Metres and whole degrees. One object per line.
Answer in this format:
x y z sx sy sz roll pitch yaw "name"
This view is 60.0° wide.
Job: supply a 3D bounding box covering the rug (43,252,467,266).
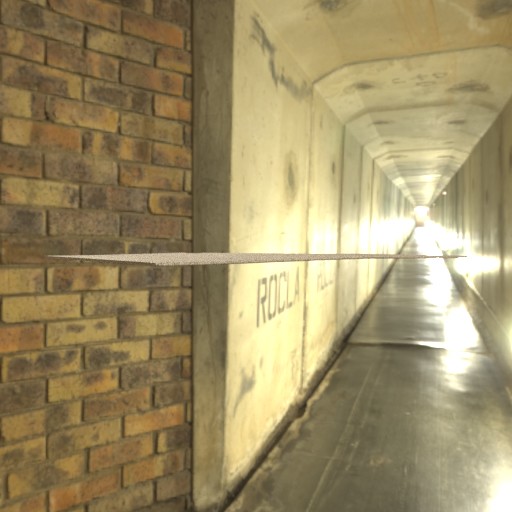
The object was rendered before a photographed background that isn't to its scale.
0.000 0.000 4.740 3.626 0.051 2.757 -1 1 -38 "rug"
